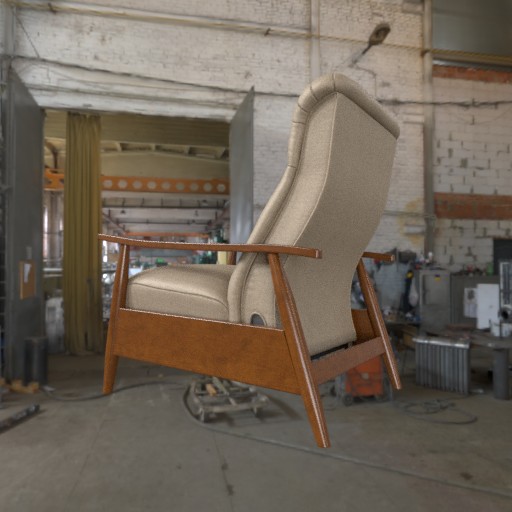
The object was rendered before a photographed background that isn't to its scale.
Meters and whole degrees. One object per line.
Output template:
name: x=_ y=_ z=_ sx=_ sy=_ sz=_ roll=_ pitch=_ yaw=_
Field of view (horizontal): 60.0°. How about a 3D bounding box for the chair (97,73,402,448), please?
chair: x=0.000 y=0.000 z=1.796 sx=1.032 sy=1.082 sz=0.762 roll=-1 pitch=-2 yaw=34
